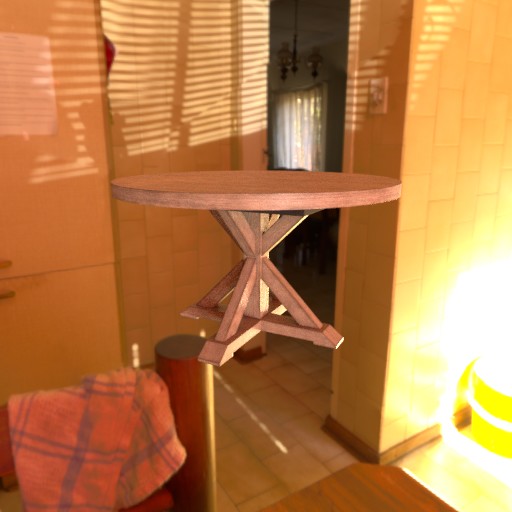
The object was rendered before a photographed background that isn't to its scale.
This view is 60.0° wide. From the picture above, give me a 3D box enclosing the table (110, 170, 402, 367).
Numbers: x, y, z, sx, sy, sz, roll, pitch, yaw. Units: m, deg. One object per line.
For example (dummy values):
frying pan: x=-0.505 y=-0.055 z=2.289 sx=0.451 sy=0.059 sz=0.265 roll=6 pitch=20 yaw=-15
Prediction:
table: x=0.000 y=0.000 z=2.265 sx=1.363 sy=0.781 sz=1.363 roll=0 pitch=14 yaw=0
